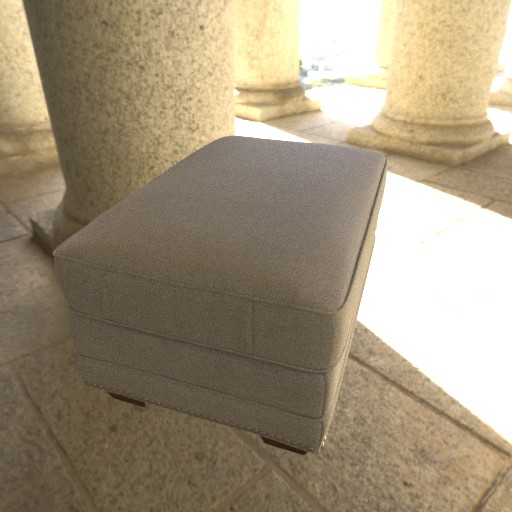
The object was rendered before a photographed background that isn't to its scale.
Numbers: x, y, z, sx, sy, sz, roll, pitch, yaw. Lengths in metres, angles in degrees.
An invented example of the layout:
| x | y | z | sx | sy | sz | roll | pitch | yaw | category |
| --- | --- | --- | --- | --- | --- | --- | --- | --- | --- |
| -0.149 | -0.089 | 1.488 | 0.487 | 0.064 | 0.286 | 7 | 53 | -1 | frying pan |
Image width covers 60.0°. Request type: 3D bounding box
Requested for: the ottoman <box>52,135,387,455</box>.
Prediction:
| x | y | z | sx | sy | sz | roll | pitch | yaw | category |
| --- | --- | --- | --- | --- | --- | --- | --- | --- | --- |
| 0.000 | 0.000 | 1.127 | 0.559 | 0.458 | 0.813 | 10 | 31 | 17 | ottoman |
